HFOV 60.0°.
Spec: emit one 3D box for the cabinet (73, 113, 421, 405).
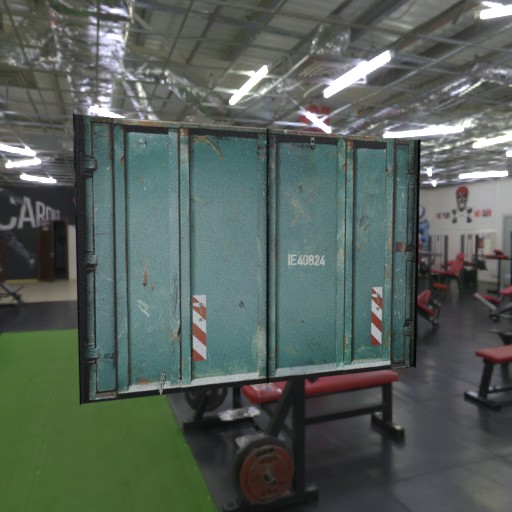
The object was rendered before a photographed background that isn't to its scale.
[{"bbox_3d":[0.000,0.000,4.044,3.001,2.160,0.680,-1,3,-18],"label":"cabinet"}]
